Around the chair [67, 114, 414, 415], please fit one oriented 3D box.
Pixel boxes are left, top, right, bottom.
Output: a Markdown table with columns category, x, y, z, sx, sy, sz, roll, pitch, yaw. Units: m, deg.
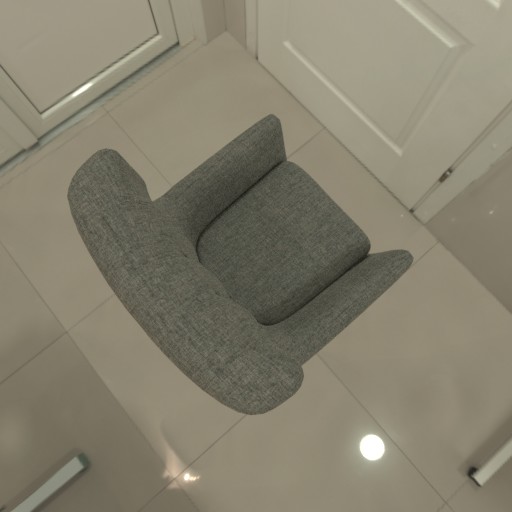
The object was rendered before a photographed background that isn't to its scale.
| category | x | y | z | sx | sy | sz | roll | pitch | yaw |
| --- | --- | --- | --- | --- | --- | --- | --- | --- | --- |
| chair | 0.000 | 0.000 | 1.720 | 0.904 | 1.063 | 0.878 | -40 | 79 | -10 |
